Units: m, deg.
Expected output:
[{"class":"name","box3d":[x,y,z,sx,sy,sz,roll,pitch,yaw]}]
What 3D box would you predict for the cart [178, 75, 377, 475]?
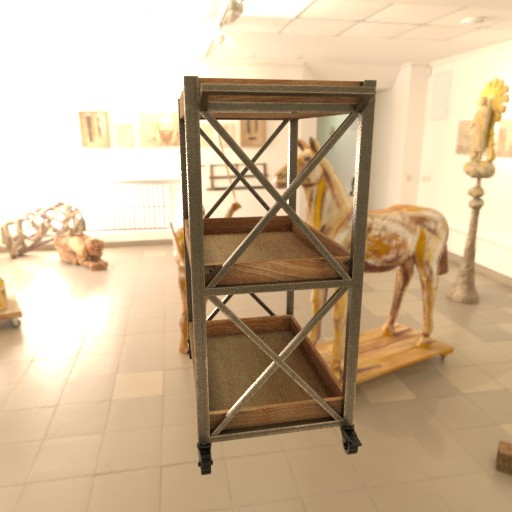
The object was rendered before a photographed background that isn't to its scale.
[{"class":"cart","box3d":[0.000,0.000,1.195,0.377,0.835,0.673,-3,16,-11]}]
